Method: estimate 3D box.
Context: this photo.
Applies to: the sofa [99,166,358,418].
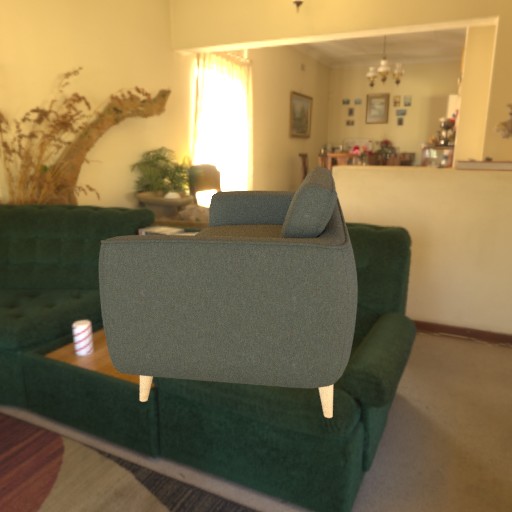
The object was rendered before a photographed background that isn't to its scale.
[{"bbox_3d":[0.000,0.000,2.261,0.920,0.850,1.700,2,14,8],"label":"sofa"}]
